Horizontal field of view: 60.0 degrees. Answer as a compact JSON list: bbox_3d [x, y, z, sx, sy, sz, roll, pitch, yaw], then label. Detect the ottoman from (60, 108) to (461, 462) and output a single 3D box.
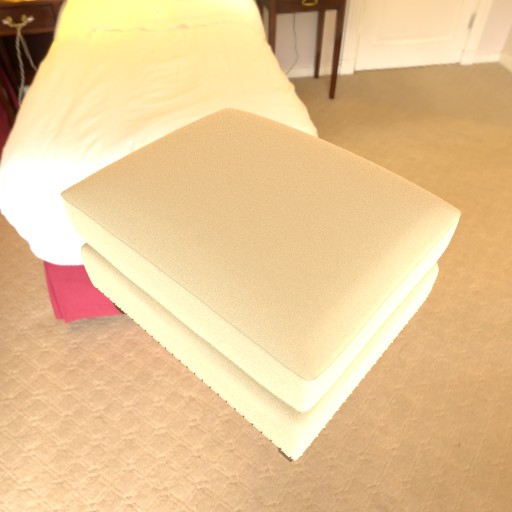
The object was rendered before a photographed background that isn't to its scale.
[{"bbox_3d":[0.000,0.000,1.128,0.741,0.513,0.584,32,54,28],"label":"ottoman"}]
